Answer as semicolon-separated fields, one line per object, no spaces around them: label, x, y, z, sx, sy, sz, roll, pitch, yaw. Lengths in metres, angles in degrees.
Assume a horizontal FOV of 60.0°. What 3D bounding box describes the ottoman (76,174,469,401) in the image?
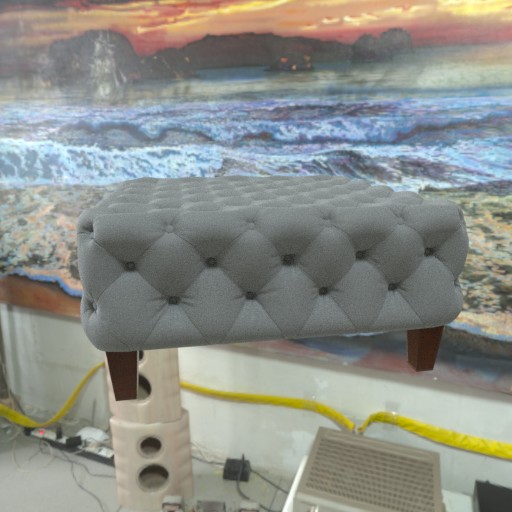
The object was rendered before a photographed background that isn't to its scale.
ottoman;0.000;0.000;1.393;0.911;0.439;0.917;-3;15;-10
